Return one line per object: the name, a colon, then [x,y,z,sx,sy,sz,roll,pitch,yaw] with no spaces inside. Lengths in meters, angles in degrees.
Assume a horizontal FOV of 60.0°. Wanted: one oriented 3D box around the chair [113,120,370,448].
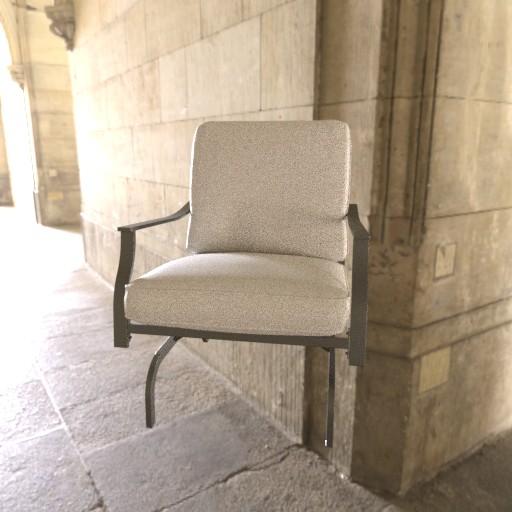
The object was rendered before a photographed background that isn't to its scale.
chair: [0.000,0.000,1.414,0.650,0.860,0.787,2,14,9]
